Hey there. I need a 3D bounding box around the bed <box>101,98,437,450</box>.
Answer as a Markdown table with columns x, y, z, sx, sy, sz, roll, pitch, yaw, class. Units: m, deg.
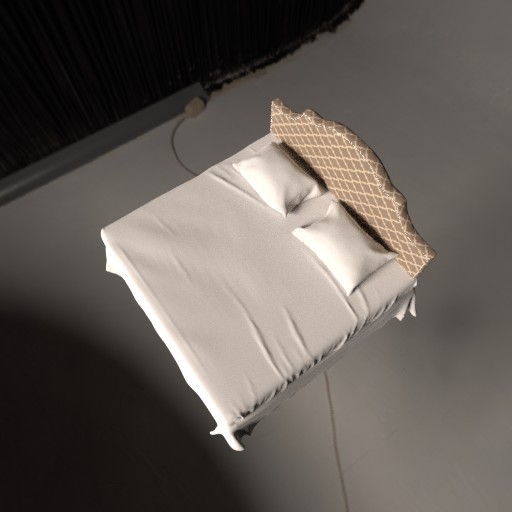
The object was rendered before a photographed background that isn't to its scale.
| x | y | z | sx | sy | sz | roll | pitch | yaw | class |
| --- | --- | --- | --- | --- | --- | --- | --- | --- | --- |
| 0.000 | 0.000 | 3.771 | 2.222 | 1.601 | 2.314 | -33 | 68 | -15 | bed |
